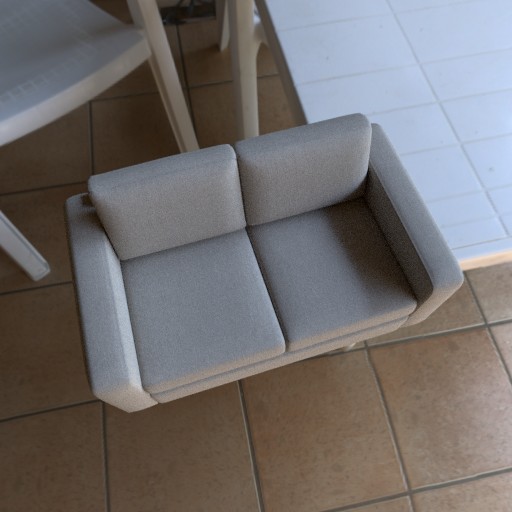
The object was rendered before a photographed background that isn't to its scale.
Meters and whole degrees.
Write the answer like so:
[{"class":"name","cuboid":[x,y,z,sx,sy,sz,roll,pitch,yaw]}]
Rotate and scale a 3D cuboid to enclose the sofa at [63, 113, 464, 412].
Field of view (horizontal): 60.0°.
[{"class":"sofa","cuboid":[0.000,0.000,2.025,1.540,0.800,0.900,-15,65,-7]}]
